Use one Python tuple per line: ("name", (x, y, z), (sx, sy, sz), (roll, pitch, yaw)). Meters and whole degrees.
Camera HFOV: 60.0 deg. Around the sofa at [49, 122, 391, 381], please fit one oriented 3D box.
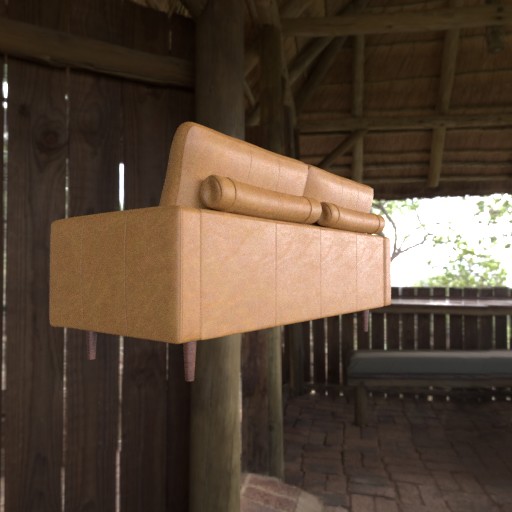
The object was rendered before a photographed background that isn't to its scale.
("sofa", (0.000, 0.000, 2.300), (0.850, 0.898, 1.821), (-1, -2, 37))
